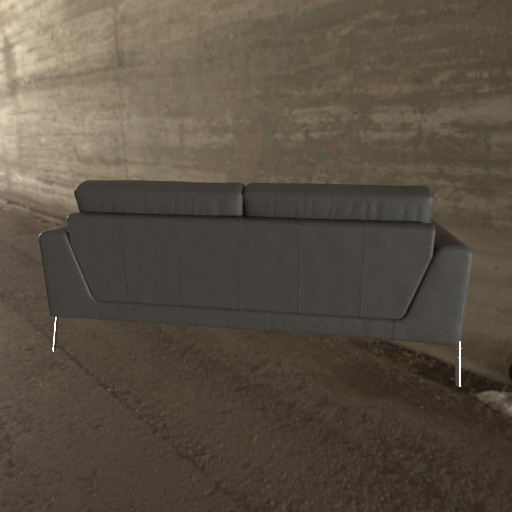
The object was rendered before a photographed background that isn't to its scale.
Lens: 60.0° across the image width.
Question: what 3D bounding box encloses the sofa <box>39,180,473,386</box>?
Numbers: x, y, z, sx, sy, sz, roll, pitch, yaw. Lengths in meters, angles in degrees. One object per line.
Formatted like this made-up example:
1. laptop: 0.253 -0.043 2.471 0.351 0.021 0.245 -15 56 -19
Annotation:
1. sofa: 0.000 0.000 2.479 2.017 0.875 0.953 3 15 9
